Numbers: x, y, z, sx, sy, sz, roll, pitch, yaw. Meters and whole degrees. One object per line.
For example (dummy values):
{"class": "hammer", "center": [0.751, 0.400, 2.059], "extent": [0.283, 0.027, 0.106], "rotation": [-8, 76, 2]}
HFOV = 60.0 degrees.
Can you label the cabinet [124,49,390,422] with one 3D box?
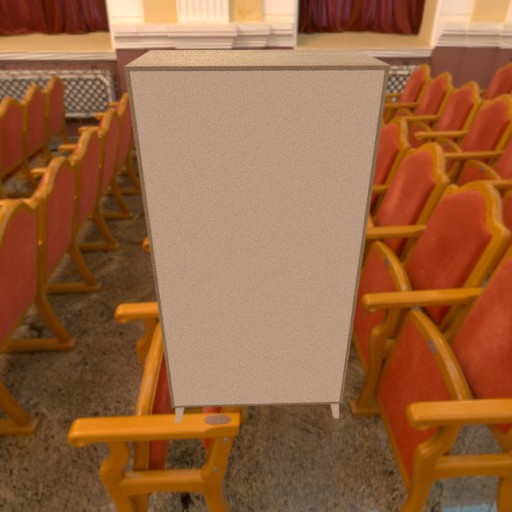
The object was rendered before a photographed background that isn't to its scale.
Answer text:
{"class": "cabinet", "center": [0.000, 0.000, 2.425], "extent": [1.006, 1.999, 0.571], "rotation": [-1, 30, -2]}
